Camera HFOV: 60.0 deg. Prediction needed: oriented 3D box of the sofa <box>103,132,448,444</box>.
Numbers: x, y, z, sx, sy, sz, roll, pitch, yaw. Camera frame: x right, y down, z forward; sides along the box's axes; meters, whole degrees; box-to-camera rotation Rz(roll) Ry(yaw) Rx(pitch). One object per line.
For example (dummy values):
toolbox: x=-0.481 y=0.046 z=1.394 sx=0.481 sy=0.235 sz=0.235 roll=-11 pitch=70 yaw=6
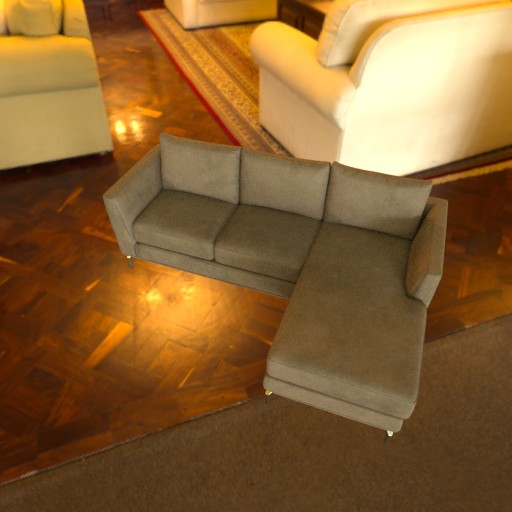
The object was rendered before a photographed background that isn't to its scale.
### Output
sofa: x=0.000 y=0.000 z=3.191 sx=2.438 sy=0.987 sz=1.622 roll=14 pitch=45 yaw=15
